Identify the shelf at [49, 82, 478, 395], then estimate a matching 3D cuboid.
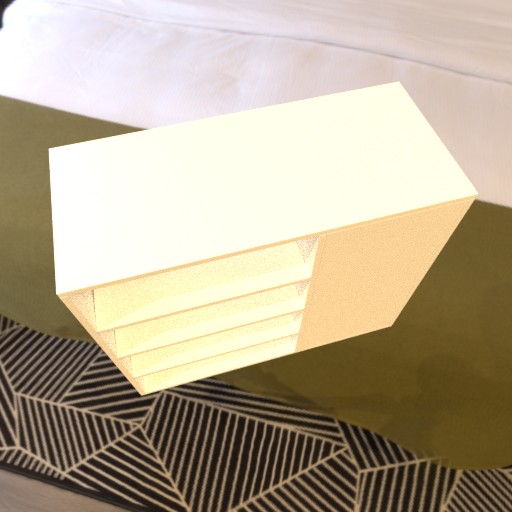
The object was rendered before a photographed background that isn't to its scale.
[{"bbox_3d":[0.000,0.000,1.311,0.895,0.732,0.396,-14,59,-8],"label":"shelf"}]
